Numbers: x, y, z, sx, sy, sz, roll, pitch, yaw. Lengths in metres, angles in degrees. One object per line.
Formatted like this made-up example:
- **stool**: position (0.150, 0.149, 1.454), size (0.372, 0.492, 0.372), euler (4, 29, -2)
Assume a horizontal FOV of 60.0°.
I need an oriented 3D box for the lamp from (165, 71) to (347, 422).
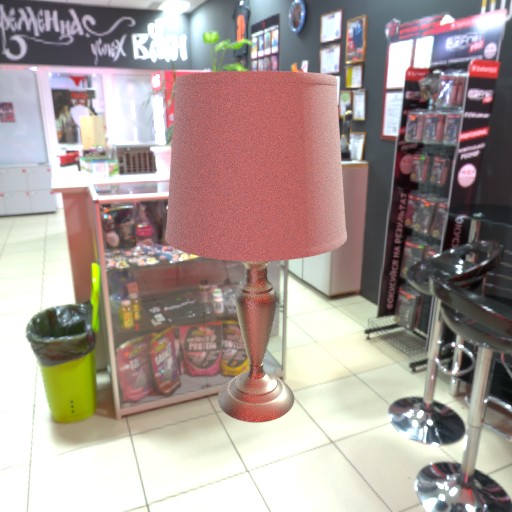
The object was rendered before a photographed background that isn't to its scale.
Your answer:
- **lamp**: position (0.000, 0.000, 0.829), size (0.328, 0.619, 0.328), euler (0, 18, 0)
